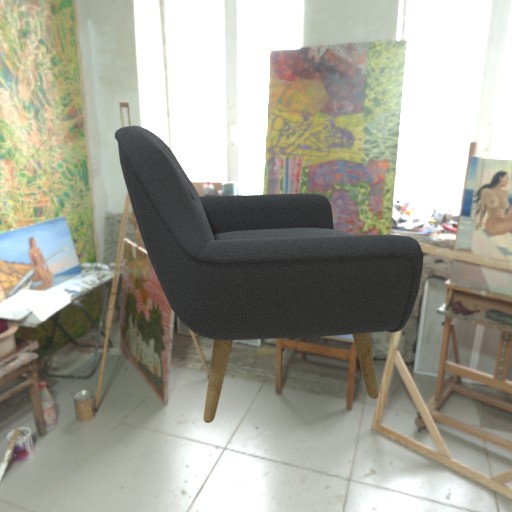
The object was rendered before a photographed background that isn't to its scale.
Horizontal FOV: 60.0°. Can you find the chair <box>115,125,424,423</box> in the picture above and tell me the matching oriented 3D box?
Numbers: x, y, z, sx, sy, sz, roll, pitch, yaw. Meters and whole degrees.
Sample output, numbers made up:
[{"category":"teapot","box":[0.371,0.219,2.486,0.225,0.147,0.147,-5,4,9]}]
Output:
[{"category":"chair","box":[0.000,0.000,1.417,0.779,0.800,0.770,-3,17,-10]}]
